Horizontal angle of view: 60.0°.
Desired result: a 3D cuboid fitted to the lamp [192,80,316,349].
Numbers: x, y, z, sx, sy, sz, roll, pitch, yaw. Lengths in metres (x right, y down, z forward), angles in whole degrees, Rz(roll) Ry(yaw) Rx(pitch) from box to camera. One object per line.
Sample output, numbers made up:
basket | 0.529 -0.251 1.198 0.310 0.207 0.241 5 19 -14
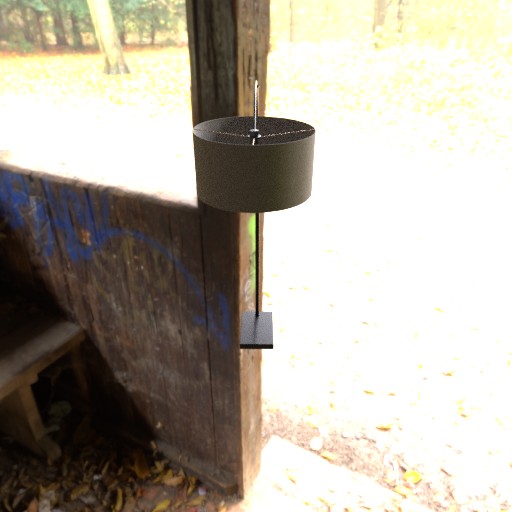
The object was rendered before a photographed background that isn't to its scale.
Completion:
lamp | 0.000 0.000 2.593 0.493 1.927 1.424 0 29 1
